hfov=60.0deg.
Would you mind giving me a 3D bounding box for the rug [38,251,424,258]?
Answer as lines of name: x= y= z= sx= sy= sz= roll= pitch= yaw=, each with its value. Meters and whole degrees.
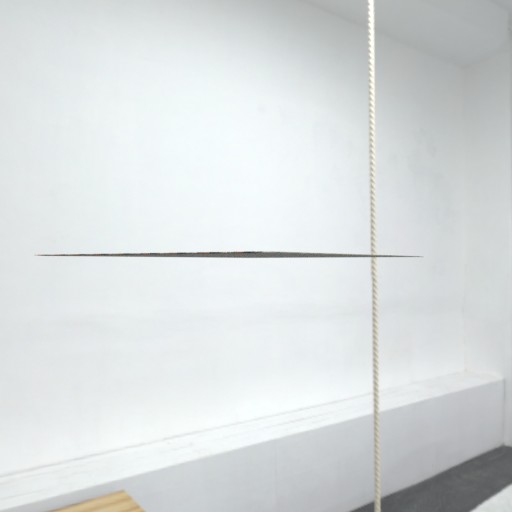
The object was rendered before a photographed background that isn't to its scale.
rug: x=0.000 y=0.000 z=4.403 sx=2.379 sy=0.011 sz=3.221 roll=0 pitch=-1 yaw=36
